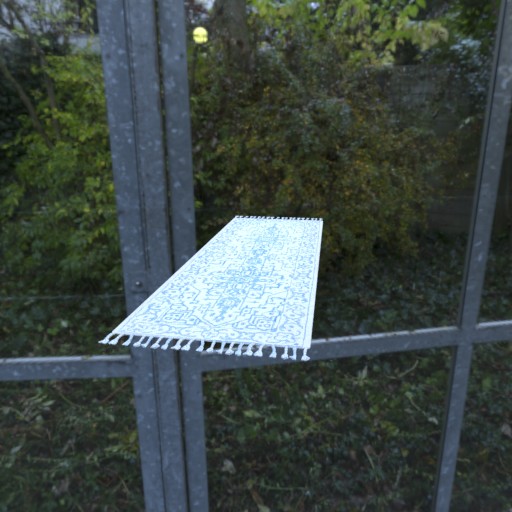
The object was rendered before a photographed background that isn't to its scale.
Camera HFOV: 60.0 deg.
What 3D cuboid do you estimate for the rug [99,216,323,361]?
[{"bbox_3d":[0.000,0.000,2.723,0.774,0.011,2.449,3,16,9],"label":"rug"}]
